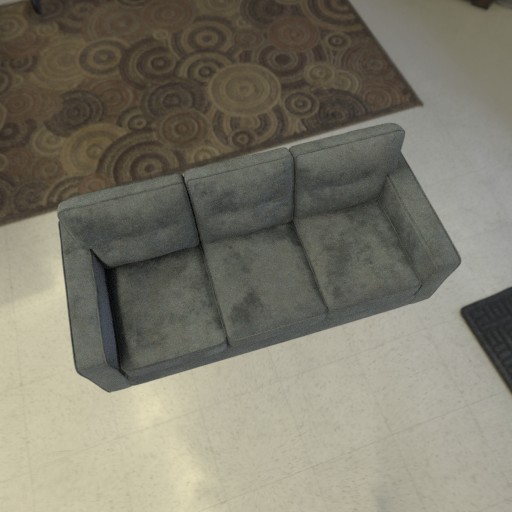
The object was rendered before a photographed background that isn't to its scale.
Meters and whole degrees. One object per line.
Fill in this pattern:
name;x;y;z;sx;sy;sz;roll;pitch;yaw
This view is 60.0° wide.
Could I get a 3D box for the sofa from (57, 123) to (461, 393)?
sofa;0.000;0.000;2.642;2.133;0.965;0.939;-15;64;-7
